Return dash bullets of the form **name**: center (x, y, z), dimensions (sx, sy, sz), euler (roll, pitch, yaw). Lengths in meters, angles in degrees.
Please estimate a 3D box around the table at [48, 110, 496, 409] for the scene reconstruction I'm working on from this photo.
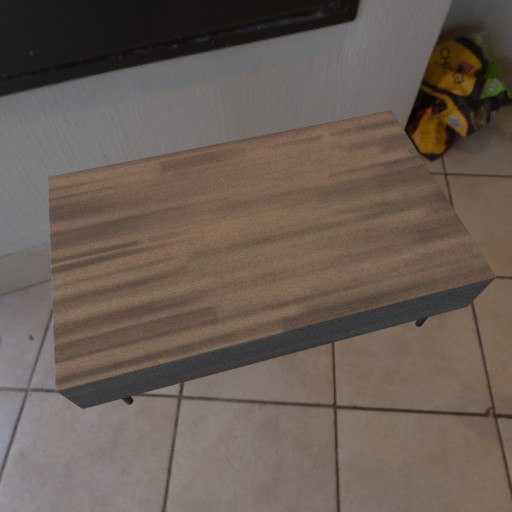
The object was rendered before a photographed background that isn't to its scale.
- **table**: center (0.000, 0.000, 1.355), dimensions (1.088, 0.347, 0.643), euler (-13, 60, -8)
